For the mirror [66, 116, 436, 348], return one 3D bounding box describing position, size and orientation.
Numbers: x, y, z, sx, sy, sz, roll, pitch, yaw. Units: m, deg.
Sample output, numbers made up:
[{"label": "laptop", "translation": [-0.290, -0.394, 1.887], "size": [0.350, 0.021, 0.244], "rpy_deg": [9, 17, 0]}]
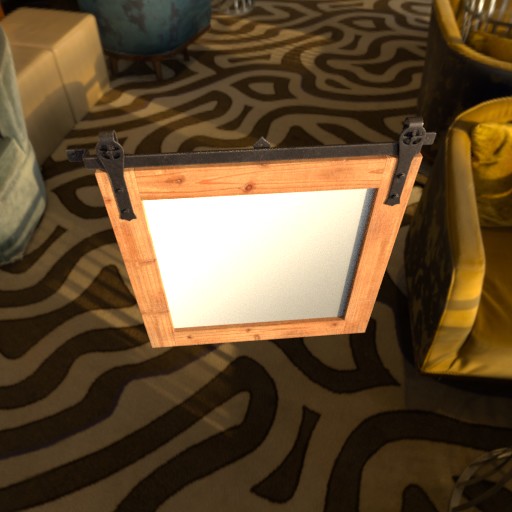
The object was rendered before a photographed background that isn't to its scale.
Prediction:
[{"label": "mirror", "translation": [0.000, 0.000, 1.197], "size": [0.805, 0.800, 0.054], "rpy_deg": [-4, 48, -3]}]
